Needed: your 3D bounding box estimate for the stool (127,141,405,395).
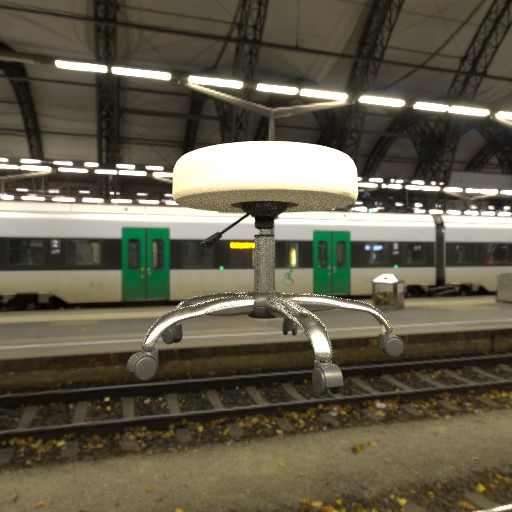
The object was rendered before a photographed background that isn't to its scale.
[{"bbox_3d":[0.000,0.000,1.039,0.614,0.482,0.634,0,0,-38],"label":"stool"}]
